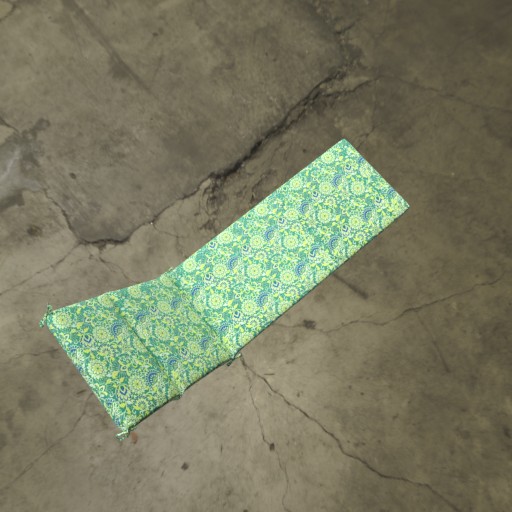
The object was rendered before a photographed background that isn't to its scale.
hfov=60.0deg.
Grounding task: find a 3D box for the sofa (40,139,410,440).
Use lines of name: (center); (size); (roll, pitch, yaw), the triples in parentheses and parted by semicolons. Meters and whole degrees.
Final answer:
sofa: (0.000, 0.000, 1.977); (1.663, 0.622, 0.582); (-39, 79, -9)
